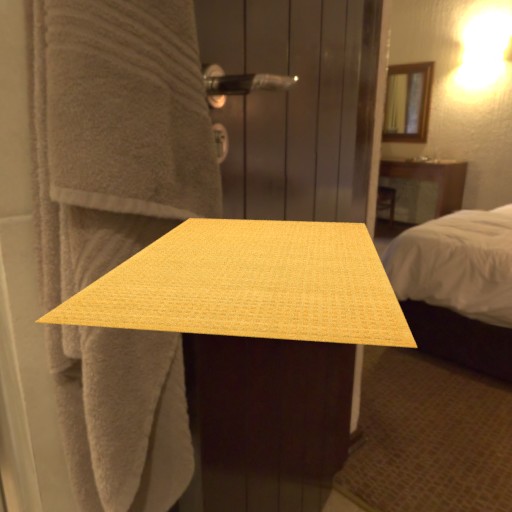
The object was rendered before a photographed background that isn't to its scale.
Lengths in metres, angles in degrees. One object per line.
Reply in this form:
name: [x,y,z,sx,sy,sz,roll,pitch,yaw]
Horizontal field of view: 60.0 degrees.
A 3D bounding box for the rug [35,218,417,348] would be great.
rug: [0.000,0.000,3.628,1.981,0.006,2.895,2,16,8]
